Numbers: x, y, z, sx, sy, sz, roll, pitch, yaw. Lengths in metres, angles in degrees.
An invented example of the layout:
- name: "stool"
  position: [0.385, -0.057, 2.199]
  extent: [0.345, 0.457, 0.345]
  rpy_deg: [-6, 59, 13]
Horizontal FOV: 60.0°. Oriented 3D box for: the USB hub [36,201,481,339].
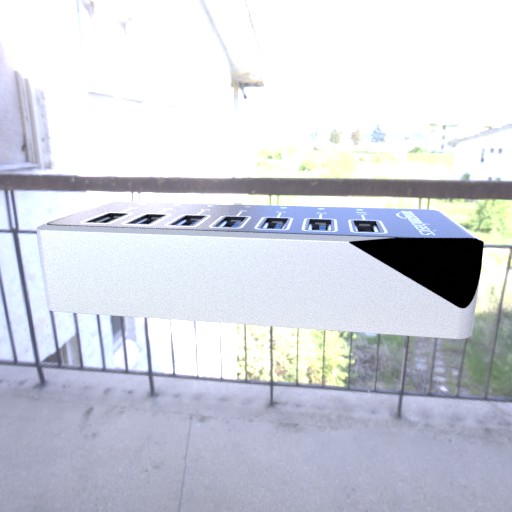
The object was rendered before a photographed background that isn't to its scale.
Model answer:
- name: "USB hub"
  position: [0.000, 0.000, 0.128]
  extent: [0.110, 0.023, 0.044]
  rpy_deg: [3, 16, 9]
